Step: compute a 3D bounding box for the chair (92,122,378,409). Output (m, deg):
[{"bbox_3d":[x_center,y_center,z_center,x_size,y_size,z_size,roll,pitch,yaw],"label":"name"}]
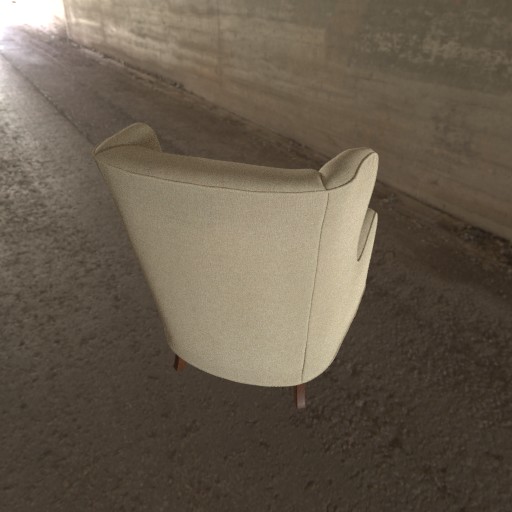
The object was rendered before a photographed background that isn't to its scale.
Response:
[{"bbox_3d":[0.000,0.000,1.753,0.838,1.040,0.966,12,33,18],"label":"chair"}]
